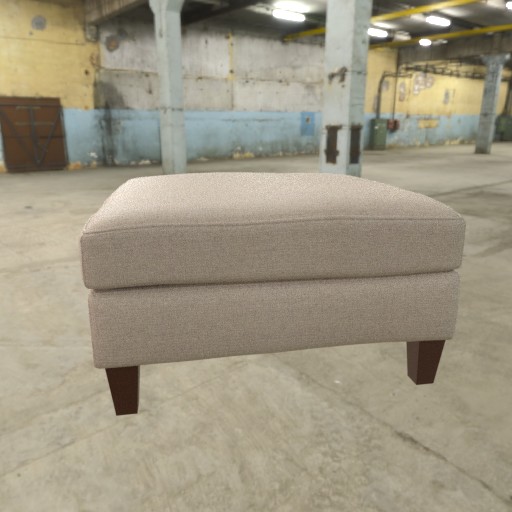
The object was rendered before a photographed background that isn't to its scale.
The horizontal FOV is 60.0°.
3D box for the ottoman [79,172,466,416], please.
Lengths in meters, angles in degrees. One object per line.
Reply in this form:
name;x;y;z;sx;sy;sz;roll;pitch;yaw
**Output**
ottoman;0.000;0.000;1.332;0.838;0.481;0.838;-3;16;-9
